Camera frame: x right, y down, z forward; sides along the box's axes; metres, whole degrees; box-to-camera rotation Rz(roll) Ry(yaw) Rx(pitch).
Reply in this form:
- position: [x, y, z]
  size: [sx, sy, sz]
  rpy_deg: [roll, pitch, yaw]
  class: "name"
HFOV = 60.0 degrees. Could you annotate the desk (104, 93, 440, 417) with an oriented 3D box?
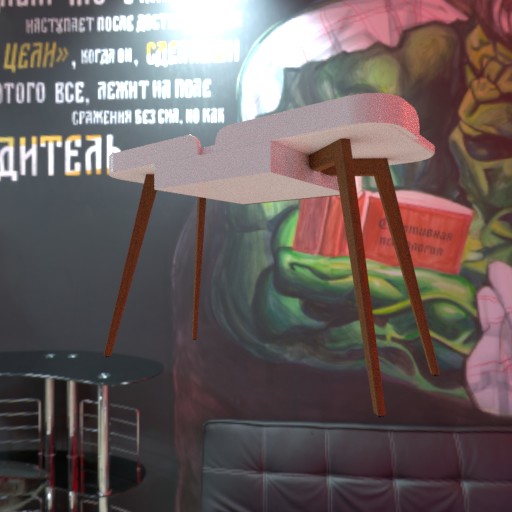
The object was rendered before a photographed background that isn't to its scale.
- position: [0.000, 0.000, 1.640]
  size: [1.206, 0.807, 0.534]
  rpy_deg: [-1, -1, 37]
  class: "desk"
